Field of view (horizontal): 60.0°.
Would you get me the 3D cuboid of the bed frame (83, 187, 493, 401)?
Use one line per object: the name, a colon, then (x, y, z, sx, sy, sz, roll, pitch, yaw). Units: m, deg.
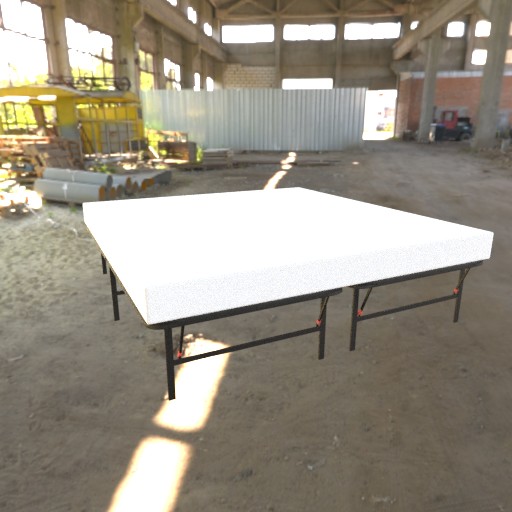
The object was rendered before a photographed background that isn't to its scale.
bed frame: (0.000, 0.000, 2.988, 1.930, 0.559, 2.032, -8, 18, -25)
